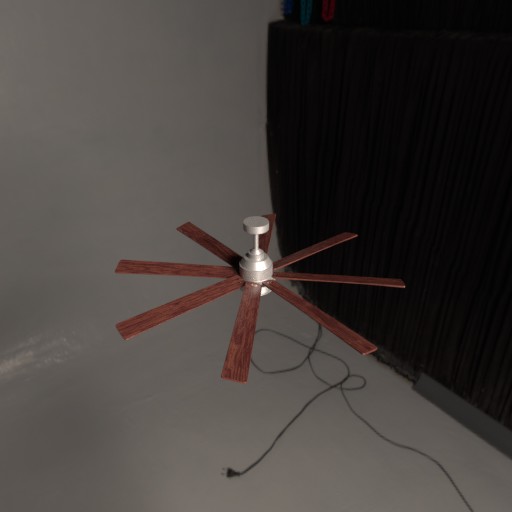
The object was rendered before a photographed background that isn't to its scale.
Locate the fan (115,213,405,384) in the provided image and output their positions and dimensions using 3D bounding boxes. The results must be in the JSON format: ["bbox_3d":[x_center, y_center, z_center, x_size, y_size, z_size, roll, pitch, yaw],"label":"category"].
[{"bbox_3d":[0.000,0.000,2.753,1.830,0.472,1.830,-22,36,-33],"label":"fan"}]
